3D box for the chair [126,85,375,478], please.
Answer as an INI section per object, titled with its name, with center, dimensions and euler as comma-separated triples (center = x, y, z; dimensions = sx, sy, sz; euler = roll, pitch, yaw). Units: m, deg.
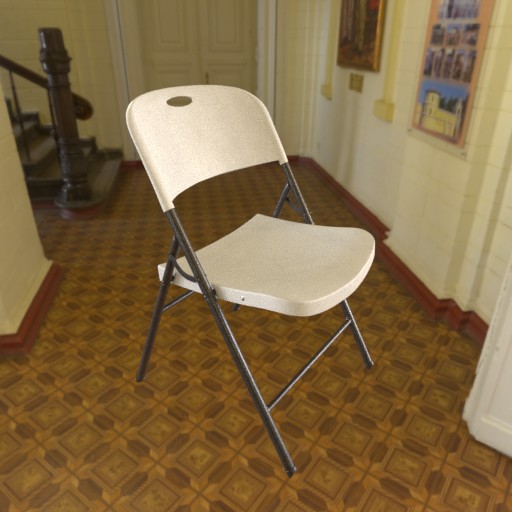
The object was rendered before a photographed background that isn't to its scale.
[chair]
center = 0.000, 0.000, 1.182
dimensions = 0.566, 0.810, 0.494
euler = 18, 33, 31
